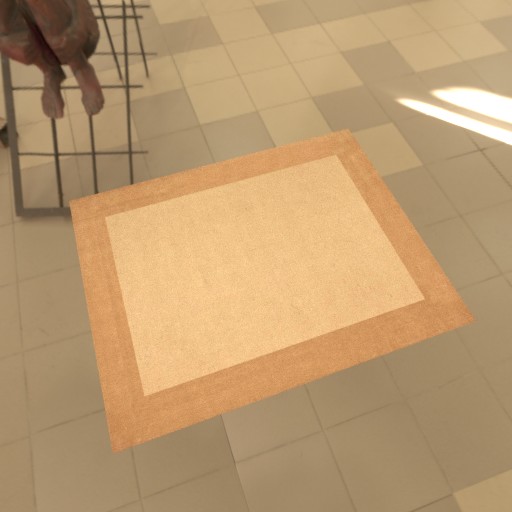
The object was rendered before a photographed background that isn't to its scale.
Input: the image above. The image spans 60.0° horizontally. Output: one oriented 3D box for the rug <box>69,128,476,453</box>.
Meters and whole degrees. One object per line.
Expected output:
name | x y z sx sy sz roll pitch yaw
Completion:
rug | 0.000 0.000 4.044 3.048 0.014 2.438 -17 60 -10
